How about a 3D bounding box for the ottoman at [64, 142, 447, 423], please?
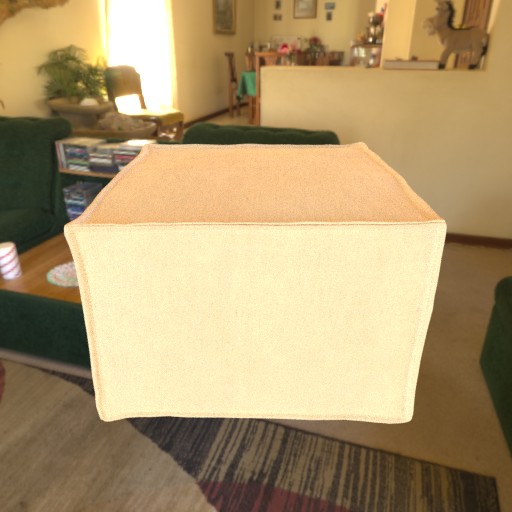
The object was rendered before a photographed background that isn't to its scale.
[{"bbox_3d":[0.000,0.000,1.140,0.696,0.470,0.707,0,25,0],"label":"ottoman"}]
